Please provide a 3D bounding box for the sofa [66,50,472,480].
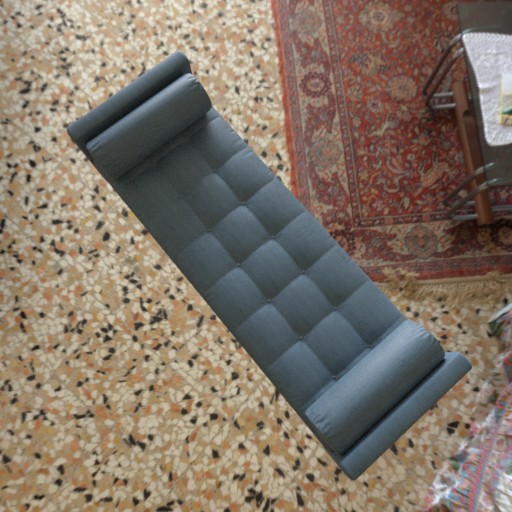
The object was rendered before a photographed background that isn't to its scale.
[{"bbox_3d":[0.000,0.000,2.231,0.686,0.635,1.981,-39,79,-9],"label":"sofa"}]
